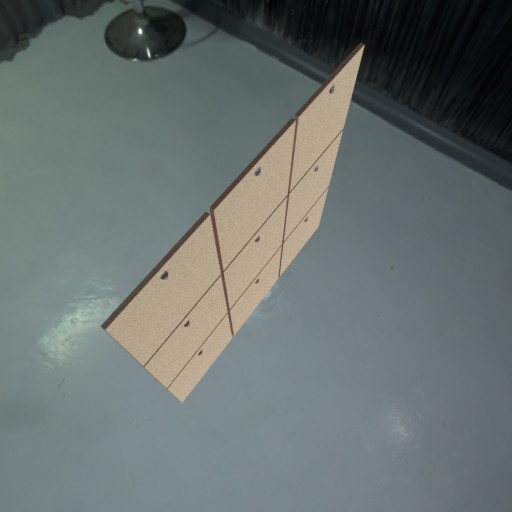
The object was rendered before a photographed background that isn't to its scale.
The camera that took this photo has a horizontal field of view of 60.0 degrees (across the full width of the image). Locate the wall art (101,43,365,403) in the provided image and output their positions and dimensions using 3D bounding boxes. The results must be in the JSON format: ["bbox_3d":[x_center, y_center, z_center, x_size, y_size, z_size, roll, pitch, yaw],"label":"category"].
[{"bbox_3d":[0.000,0.000,1.348,0.018,0.904,0.906,33,68,15],"label":"wall art"}]
